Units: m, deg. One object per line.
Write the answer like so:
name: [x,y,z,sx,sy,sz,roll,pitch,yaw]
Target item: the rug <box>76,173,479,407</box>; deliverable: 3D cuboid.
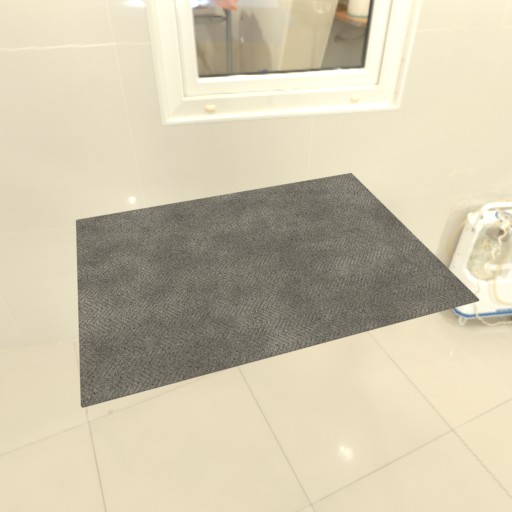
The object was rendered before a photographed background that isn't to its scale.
rug: [0.000,0.000,2.911,2.235,0.008,1.600,-12,41,-14]
